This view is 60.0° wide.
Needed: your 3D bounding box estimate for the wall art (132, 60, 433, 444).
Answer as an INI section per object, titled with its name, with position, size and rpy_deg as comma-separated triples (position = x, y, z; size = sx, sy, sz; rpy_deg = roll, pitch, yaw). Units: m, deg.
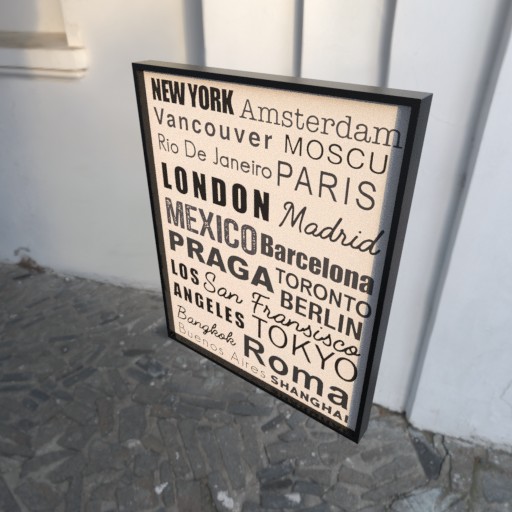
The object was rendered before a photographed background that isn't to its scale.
[wall art]
position = 0.000, 0.000, 0.721
size = 0.448, 0.551, 0.038
rpy_deg = 21, 37, 31
